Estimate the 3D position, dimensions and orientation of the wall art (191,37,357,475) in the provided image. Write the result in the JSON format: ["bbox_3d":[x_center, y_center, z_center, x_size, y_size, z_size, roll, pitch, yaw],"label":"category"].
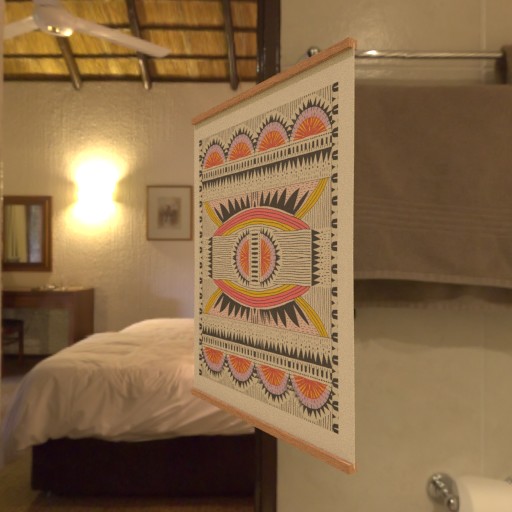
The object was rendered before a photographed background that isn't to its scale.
[{"bbox_3d":[0.000,0.000,1.340,0.028,1.016,0.765,0,0,-37],"label":"wall art"}]
